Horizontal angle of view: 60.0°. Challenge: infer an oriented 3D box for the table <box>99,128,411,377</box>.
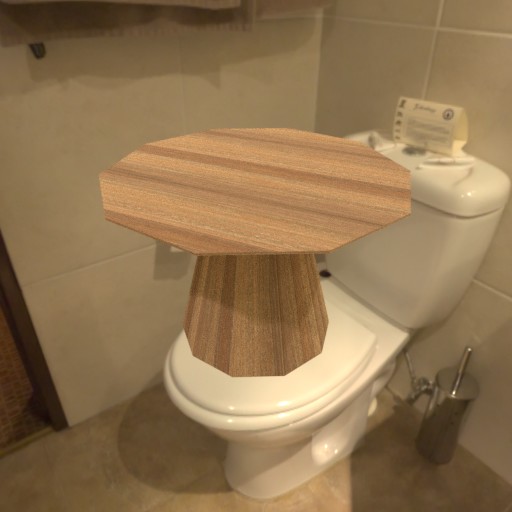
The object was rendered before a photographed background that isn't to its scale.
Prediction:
[{"bbox_3d":[0.000,0.000,1.888,1.186,0.752,1.186,0,33,0],"label":"table"}]
